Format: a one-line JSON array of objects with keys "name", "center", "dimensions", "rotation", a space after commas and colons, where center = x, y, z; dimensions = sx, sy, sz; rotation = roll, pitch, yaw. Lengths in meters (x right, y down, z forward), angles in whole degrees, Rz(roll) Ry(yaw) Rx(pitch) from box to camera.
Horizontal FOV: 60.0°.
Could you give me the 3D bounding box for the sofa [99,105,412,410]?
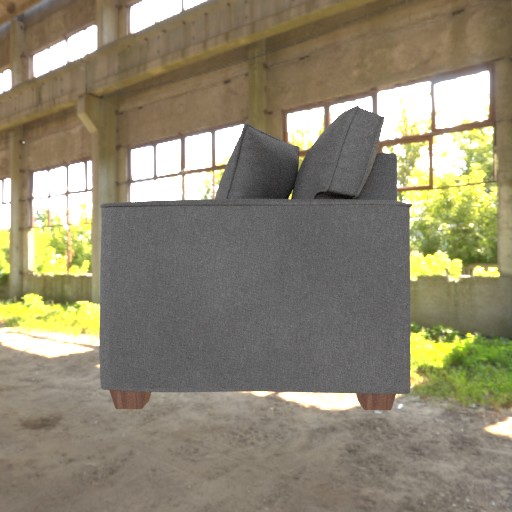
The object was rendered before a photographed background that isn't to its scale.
[{"name": "sofa", "center": [0.000, 0.000, 2.047], "dimensions": [0.991, 0.989, 1.388], "rotation": [0, -1, 1]}]
